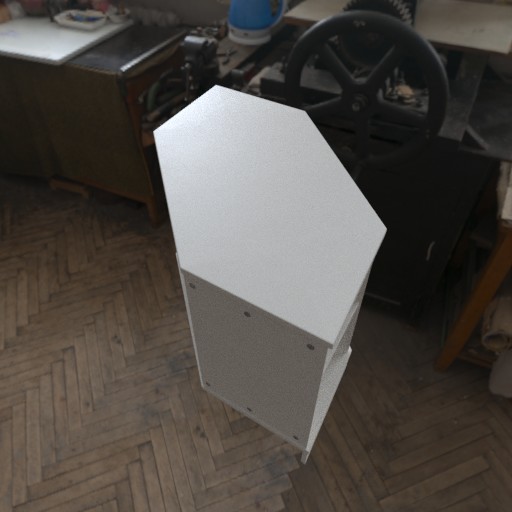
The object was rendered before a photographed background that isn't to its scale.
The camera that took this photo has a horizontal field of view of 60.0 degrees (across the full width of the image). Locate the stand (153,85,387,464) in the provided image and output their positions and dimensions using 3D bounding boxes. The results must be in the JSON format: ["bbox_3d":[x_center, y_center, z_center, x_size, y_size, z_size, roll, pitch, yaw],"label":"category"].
[{"bbox_3d":[0.000,0.000,1.377,0.477,0.614,1.072,-11,47,-10],"label":"stand"}]
